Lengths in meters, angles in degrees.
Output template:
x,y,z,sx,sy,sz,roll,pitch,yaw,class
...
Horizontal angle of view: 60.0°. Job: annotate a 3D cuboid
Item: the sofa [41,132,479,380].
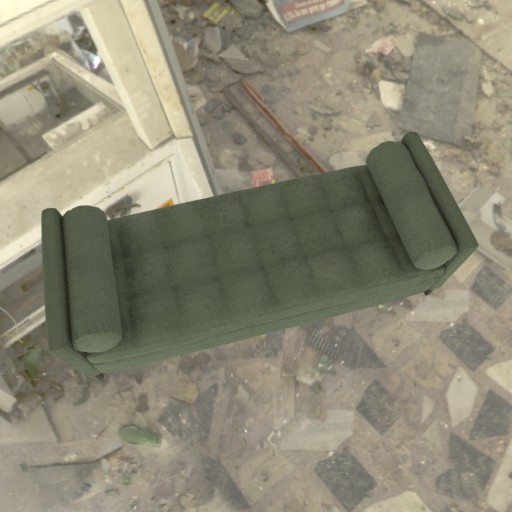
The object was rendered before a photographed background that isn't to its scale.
x,y,z,sx,sy,sz,roll,pitch,yaw,class
0.000,0.000,2.514,2.130,0.681,0.817,-13,64,-7,sofa
